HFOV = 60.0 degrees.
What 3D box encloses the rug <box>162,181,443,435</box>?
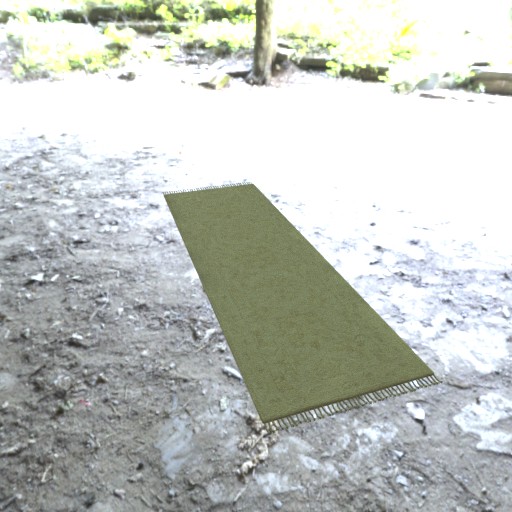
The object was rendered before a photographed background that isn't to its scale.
[{"bbox_3d":[0.000,0.000,2.803,0.795,0.015,2.544,-10,31,-16],"label":"rug"}]
